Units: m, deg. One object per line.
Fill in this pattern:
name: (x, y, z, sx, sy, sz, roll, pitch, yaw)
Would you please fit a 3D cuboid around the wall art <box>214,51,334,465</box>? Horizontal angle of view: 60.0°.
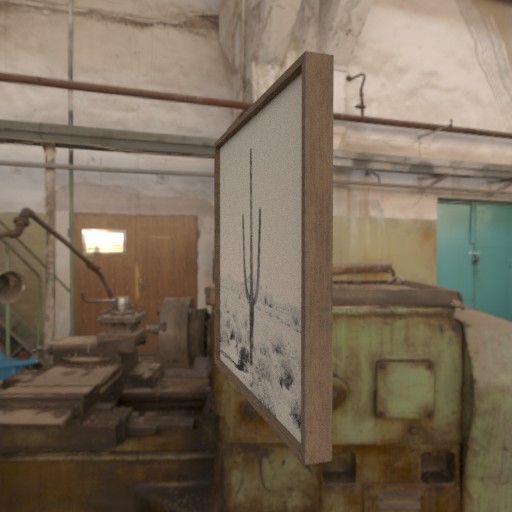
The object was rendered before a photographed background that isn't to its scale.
wall art: (0.000, 0.000, 0.790, 0.038, 0.508, 0.508, 0, 1, -18)
